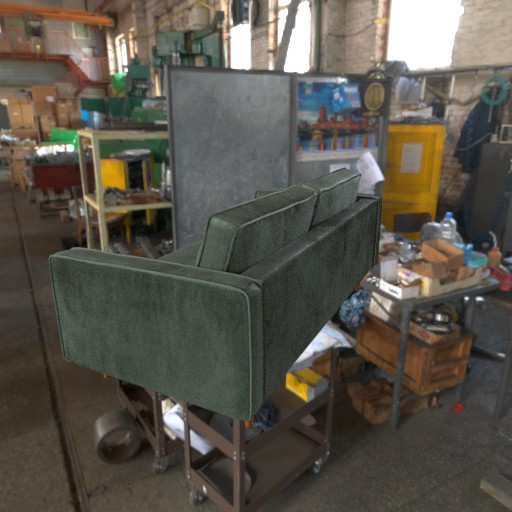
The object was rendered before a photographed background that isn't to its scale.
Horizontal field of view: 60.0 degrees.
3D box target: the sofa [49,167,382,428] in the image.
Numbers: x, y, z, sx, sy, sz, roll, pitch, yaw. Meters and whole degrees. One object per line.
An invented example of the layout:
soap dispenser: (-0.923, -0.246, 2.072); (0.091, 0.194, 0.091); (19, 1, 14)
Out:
sofa: (0.000, 0.000, 2.283); (0.886, 0.781, 1.816); (9, 20, 26)
